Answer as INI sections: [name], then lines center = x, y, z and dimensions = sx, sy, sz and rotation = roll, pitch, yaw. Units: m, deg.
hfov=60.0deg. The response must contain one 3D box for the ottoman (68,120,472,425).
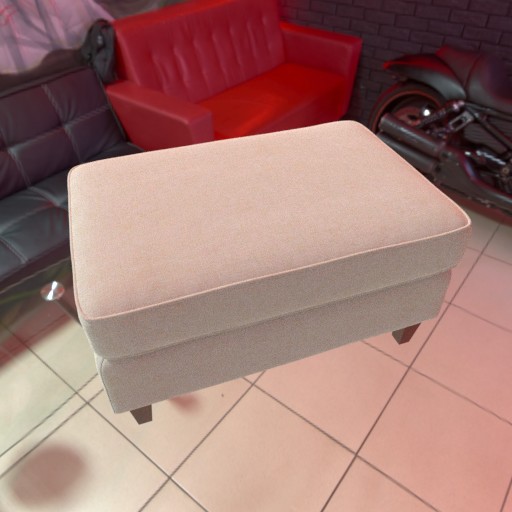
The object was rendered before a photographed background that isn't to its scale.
[ottoman]
center = 0.000, 0.000, 1.199
dimensions = 0.862, 0.484, 0.583
rotation = -13, 43, -14
